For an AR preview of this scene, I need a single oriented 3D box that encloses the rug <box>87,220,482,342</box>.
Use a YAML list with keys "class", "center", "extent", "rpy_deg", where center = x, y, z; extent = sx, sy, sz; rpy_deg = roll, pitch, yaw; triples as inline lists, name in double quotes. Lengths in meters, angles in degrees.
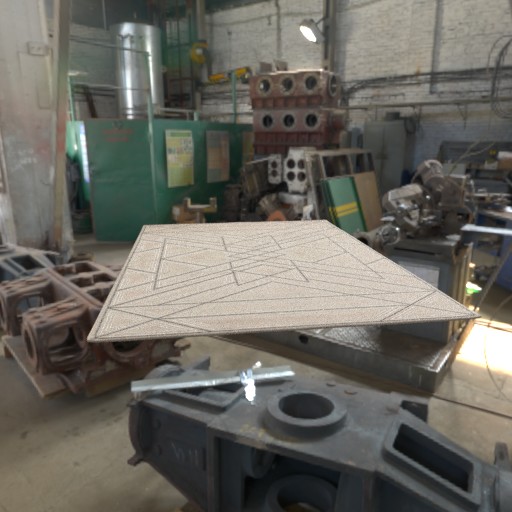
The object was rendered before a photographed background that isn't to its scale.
- class: "rug"
  center: [0.000, 0.000, 4.267]
  extent: [2.436, 0.026, 3.381]
  rpy_deg: [-2, 15, -8]
